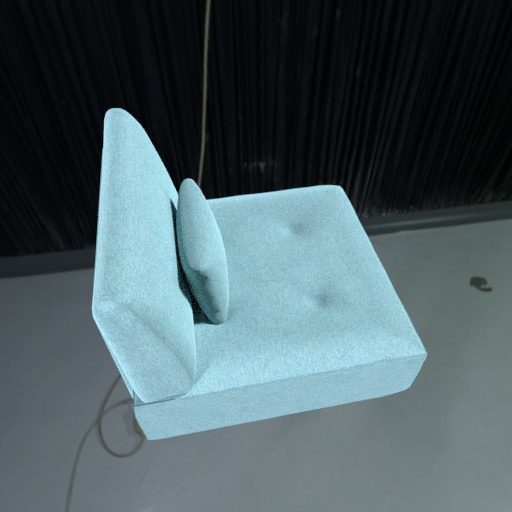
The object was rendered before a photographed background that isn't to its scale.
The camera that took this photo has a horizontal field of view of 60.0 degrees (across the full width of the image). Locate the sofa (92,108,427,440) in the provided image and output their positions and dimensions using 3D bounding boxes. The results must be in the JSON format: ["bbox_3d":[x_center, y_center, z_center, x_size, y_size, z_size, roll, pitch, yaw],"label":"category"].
[{"bbox_3d":[0.000,0.000,1.656,1.000,0.820,0.930,-8,48,-7],"label":"sofa"}]
